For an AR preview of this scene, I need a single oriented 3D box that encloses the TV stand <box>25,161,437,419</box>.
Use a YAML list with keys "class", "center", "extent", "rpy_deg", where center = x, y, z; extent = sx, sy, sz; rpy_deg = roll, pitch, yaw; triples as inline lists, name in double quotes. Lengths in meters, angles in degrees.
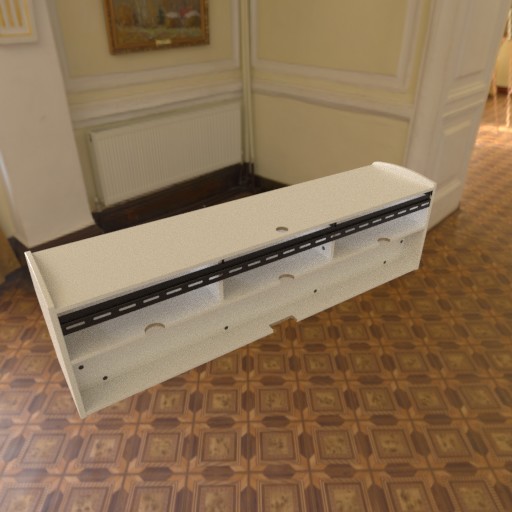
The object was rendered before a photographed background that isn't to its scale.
- class: "TV stand"
  center: [0.000, 0.000, 1.666]
  extent: [1.473, 0.424, 0.397]
  rpy_deg: [-19, 36, -28]
